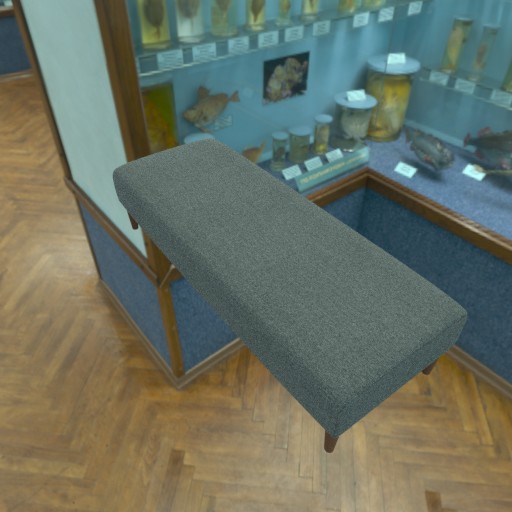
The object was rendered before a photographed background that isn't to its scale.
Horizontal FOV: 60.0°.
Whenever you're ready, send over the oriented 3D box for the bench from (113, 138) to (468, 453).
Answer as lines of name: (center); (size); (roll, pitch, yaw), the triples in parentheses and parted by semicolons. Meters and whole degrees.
bench: (0.000, 0.000, 1.915); (0.631, 0.384, 1.598); (-26, 47, -27)
